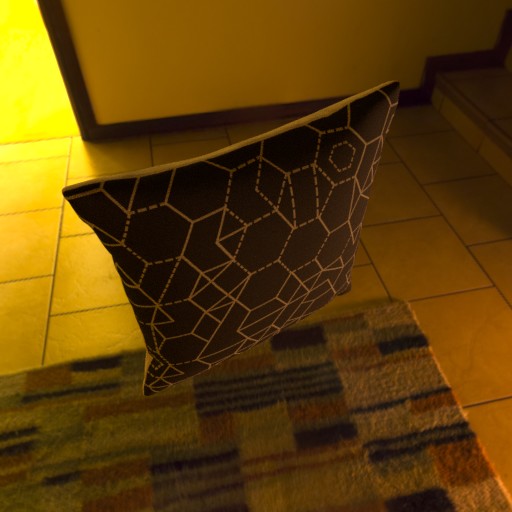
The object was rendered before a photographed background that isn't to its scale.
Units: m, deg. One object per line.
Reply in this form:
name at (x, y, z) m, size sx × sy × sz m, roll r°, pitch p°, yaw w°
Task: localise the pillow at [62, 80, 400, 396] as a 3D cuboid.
pillow at (0.000, 0.000, 0.773) m, size 0.517 × 0.508 × 0.158 m, roll -25°, pitch 52°, yaw -21°
